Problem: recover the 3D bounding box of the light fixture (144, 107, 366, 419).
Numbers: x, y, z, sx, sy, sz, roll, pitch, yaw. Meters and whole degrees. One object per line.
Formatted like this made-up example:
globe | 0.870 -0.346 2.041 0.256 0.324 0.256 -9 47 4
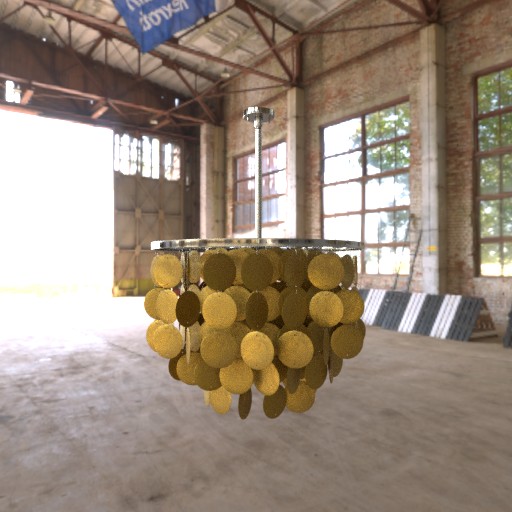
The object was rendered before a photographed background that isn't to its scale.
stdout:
light fixture | 0.000 0.000 0.752 0.368 0.492 0.368 0 -1 0
